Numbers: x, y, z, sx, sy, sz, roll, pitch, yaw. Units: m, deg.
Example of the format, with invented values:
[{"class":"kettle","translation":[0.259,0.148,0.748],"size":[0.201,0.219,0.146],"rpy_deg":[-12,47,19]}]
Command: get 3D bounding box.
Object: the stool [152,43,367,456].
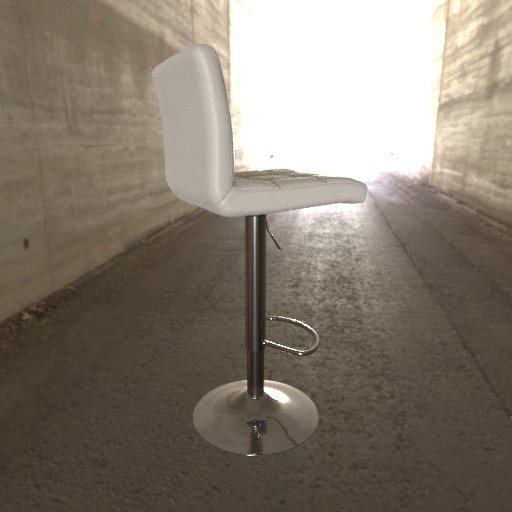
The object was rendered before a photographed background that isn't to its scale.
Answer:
[{"class":"stool","translation":[0.000,0.000,1.371],"size":[0.505,1.115,0.430],"rpy_deg":[-7,16,-26]}]
